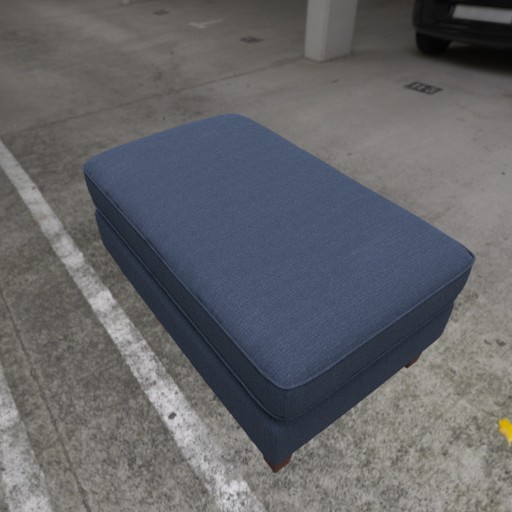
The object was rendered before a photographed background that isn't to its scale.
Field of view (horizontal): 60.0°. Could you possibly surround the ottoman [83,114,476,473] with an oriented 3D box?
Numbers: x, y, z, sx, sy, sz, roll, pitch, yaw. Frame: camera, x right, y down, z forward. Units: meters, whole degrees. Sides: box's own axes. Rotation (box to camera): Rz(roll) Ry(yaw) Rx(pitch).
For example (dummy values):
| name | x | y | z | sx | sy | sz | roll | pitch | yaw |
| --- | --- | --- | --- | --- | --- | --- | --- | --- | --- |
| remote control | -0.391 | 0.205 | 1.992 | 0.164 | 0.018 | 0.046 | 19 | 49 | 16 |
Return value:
| name | x | y | z | sx | sy | sz | roll | pitch | yaw |
| --- | --- | --- | --- | --- | --- | --- | --- | --- | --- |
| ottoman | 0.000 | 0.000 | 1.172 | 0.570 | 0.438 | 0.885 | -27 | 48 | -27 |
